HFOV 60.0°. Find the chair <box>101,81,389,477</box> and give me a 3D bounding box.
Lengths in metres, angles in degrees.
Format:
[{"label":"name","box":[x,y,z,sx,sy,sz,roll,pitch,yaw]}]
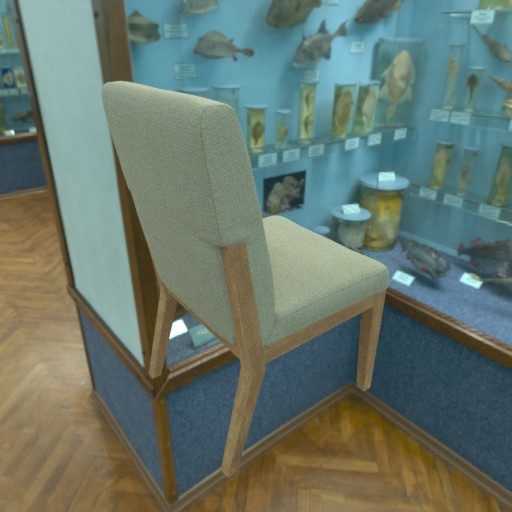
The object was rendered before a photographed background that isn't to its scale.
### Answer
[{"label":"chair","box":[0.000,0.000,1.231,0.586,0.911,0.507,-18,32,-32]}]
